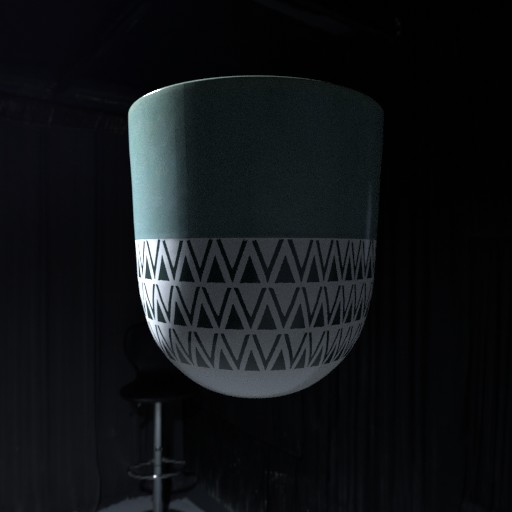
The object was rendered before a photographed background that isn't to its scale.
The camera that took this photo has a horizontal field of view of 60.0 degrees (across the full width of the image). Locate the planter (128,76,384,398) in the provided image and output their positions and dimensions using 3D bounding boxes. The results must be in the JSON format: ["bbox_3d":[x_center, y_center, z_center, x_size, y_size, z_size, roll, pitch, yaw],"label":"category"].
[{"bbox_3d":[0.000,0.000,0.359,0.198,0.214,0.198,0,1,0],"label":"planter"}]
